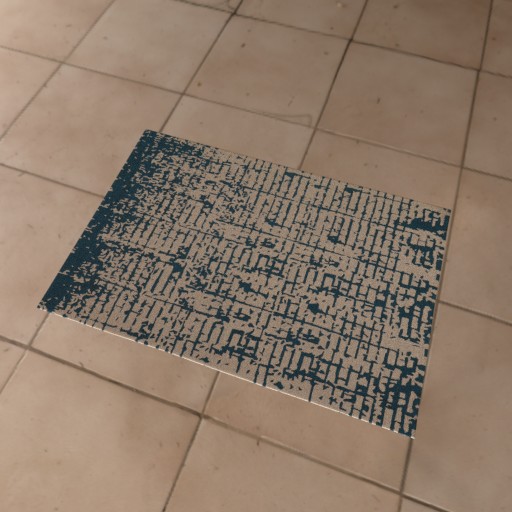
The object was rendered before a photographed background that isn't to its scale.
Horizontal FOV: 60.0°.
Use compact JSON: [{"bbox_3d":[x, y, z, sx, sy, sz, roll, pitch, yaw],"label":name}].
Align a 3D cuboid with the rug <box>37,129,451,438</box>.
[{"bbox_3d":[0.000,0.000,2.277,1.828,0.007,1.220,17,63,9],"label":"rug"}]
